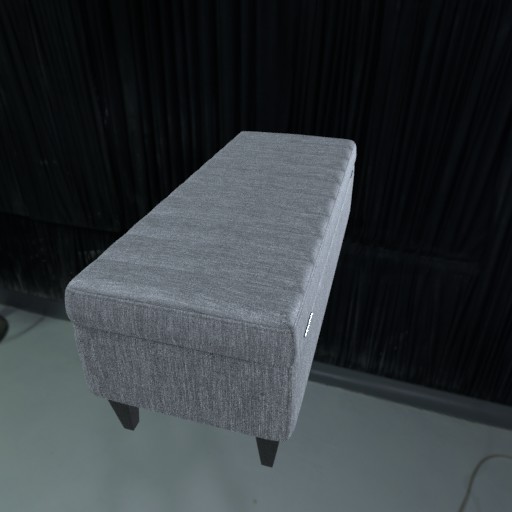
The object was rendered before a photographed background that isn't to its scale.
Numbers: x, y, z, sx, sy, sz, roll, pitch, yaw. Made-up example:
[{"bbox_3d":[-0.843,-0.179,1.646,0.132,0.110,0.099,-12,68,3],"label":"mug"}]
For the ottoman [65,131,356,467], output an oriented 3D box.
[{"bbox_3d":[0.000,0.000,1.380,0.482,0.469,1.151,9,32,14],"label":"ottoman"}]
